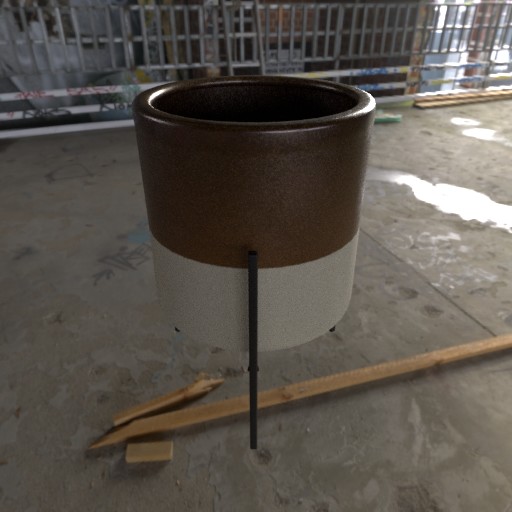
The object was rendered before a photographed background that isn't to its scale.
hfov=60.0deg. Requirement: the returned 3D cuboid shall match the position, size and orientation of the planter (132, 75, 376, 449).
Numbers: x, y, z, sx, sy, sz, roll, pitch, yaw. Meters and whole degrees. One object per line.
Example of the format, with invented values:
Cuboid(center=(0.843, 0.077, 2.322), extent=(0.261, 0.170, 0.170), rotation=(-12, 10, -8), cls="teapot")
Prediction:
Cuboid(center=(0.000, 0.000, 0.544), extent=(0.255, 0.375, 0.269), rotation=(-1, 31, -1), cls="planter")
